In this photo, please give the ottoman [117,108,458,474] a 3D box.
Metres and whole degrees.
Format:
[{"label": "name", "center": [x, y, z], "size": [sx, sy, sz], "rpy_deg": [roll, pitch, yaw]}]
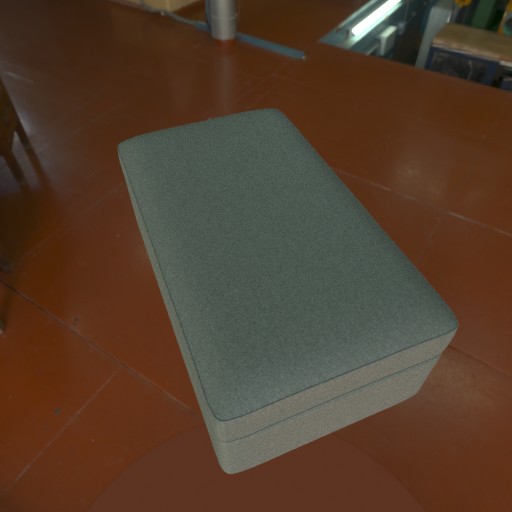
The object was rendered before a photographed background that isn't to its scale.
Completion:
[{"label": "ottoman", "center": [0.000, 0.000, 1.544], "size": [0.681, 0.494, 1.173], "rpy_deg": [-17, 51, -15]}]
